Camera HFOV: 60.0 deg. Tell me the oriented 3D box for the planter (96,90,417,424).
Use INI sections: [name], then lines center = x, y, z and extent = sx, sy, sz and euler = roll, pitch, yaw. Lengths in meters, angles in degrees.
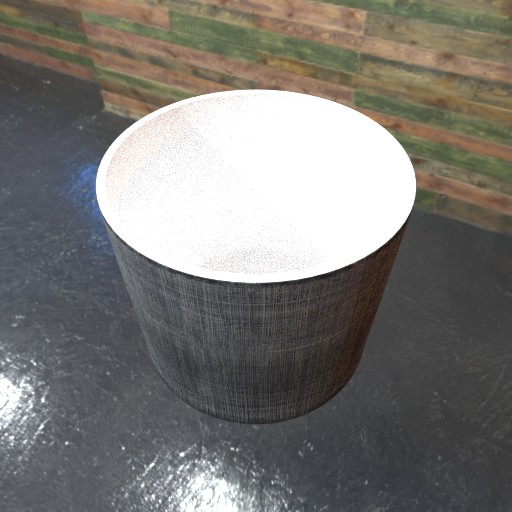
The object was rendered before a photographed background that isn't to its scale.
[planter]
center = 0.000, 0.000, 0.441
extent = 0.254, 0.221, 0.254
euler = 0, 47, 0
